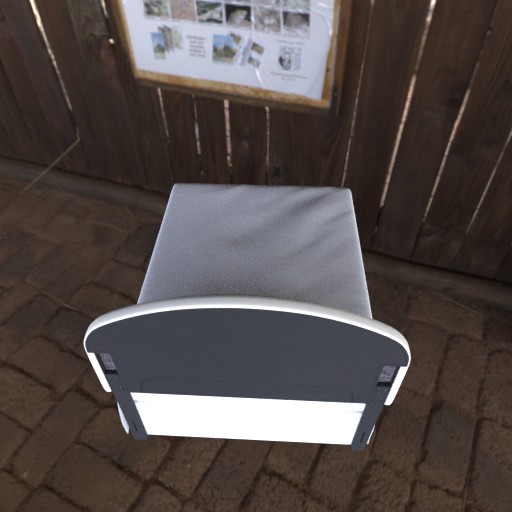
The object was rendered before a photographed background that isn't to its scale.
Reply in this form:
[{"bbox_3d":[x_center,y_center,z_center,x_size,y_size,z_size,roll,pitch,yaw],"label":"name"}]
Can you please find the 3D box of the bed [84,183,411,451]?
[{"bbox_3d":[0.000,0.000,3.006,1.607,1.410,2.005,2,45,2],"label":"bed"}]
